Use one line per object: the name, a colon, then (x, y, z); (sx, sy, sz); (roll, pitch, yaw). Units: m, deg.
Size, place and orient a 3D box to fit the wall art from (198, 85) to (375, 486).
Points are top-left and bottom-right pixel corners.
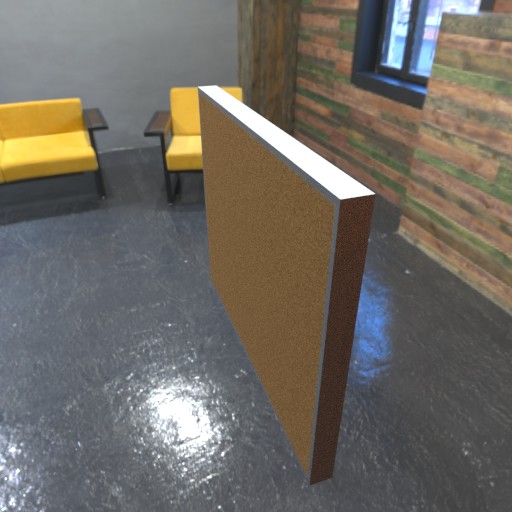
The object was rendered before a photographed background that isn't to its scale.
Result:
wall art: (0.000, 0.000, 0.752); (0.037, 0.450, 0.557); (-11, 33, -17)
